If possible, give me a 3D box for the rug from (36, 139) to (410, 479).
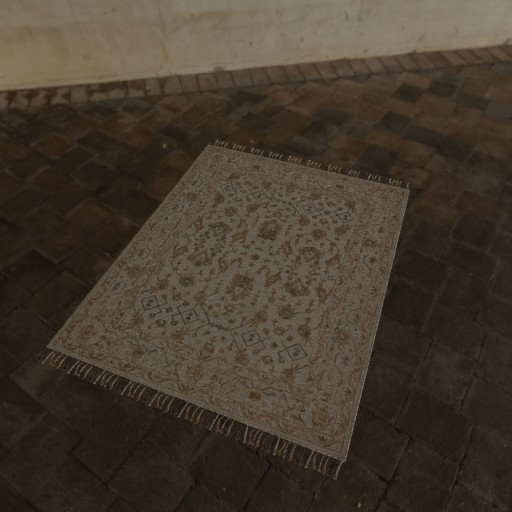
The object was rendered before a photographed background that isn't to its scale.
[{"bbox_3d":[0.000,0.000,2.200,1.278,0.009,1.726,16,50,14],"label":"rug"}]
